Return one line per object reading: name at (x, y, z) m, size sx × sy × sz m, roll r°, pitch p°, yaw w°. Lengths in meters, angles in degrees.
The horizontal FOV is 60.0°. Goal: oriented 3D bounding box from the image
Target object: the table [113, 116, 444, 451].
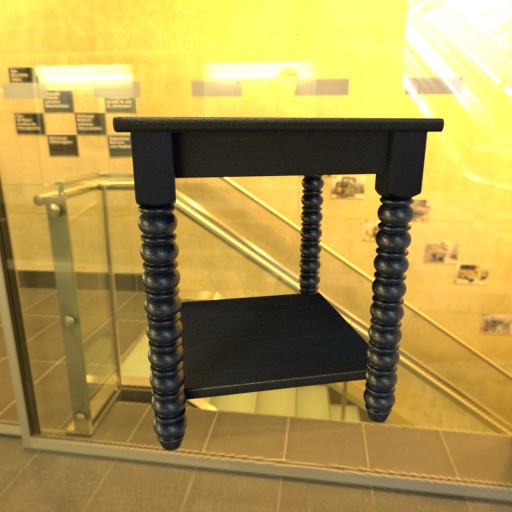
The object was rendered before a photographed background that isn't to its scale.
table at (0.000, 0.000, 0.970) m, size 0.500 × 0.567 × 0.533 m, roll -3°, pitch 16°, yaw -11°
